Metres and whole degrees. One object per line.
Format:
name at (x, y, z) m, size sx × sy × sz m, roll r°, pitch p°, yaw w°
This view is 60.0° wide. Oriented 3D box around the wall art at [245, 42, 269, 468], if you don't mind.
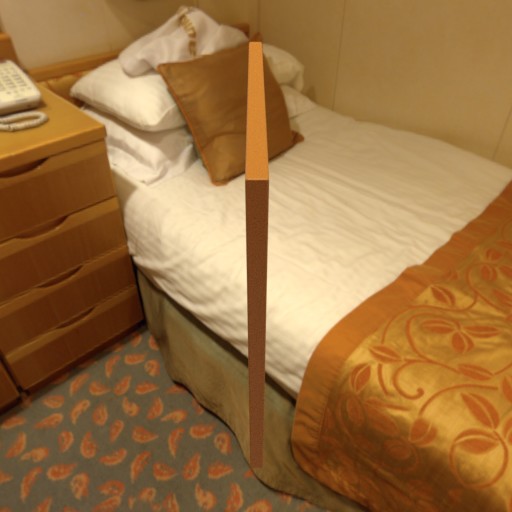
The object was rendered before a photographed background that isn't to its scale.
wall art at (0.000, 0.000, 0.509) m, size 0.015 × 0.379 × 0.310 m, roll 0°, pitch 40°, yaw 0°
